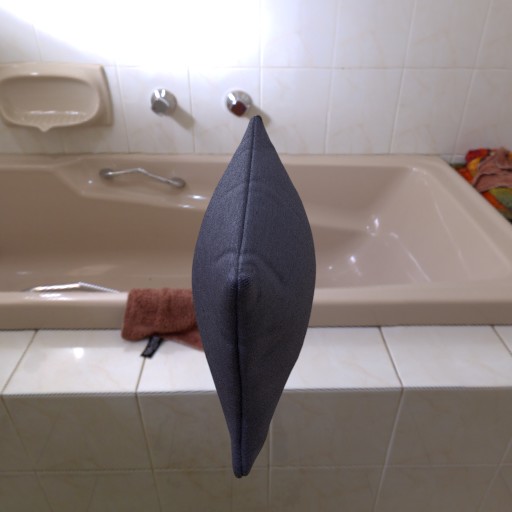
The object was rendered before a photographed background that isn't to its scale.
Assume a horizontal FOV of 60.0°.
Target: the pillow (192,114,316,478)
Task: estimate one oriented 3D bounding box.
[{"bbox_3d":[0.000,0.000,0.792,0.210,0.338,0.633,1,32,1],"label":"pillow"}]
